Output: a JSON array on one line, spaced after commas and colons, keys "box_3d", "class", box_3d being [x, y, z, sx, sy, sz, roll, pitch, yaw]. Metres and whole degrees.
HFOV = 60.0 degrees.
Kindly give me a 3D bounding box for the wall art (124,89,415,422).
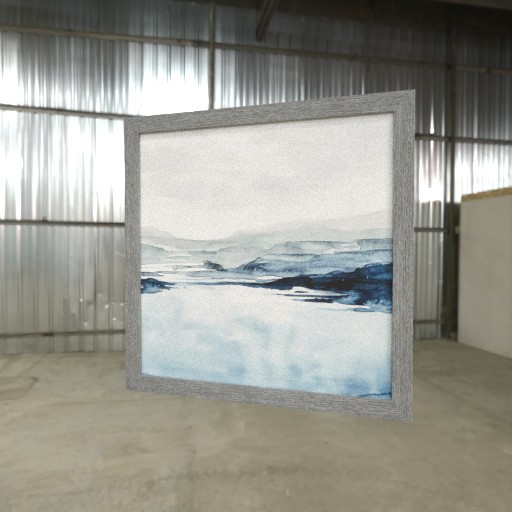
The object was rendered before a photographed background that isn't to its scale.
[{"box_3d": [0.000, 0.000, 1.023, 0.685, 0.685, 0.020, 0, 2, 17], "class": "wall art"}]
